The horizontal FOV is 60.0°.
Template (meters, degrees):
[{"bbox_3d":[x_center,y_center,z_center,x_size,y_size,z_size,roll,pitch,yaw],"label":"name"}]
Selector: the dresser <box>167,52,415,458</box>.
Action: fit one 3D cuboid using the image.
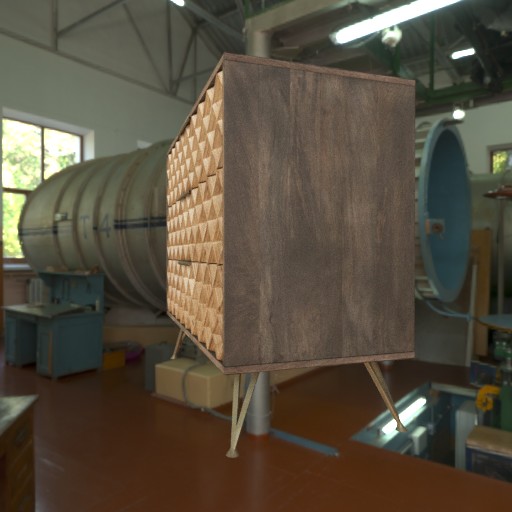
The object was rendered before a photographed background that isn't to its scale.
[{"bbox_3d":[0.000,0.000,1.371,0.453,0.801,0.923,0,0,-18],"label":"dresser"}]
